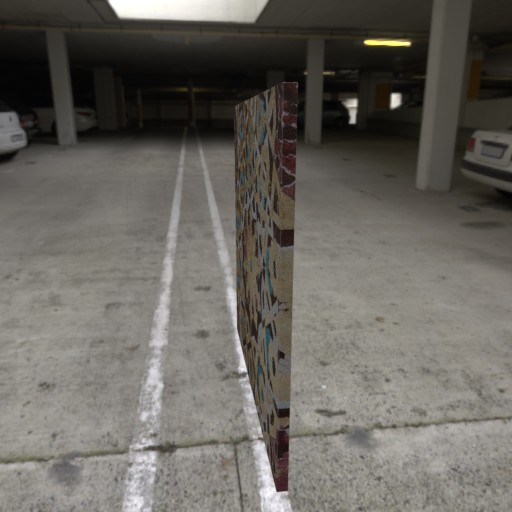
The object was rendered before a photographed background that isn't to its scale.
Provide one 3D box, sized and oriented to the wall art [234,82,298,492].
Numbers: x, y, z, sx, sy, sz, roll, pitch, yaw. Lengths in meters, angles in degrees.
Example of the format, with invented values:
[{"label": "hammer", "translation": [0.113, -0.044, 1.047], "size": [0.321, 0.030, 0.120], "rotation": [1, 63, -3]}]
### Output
[{"label": "wall art", "translation": [0.000, 0.000, 1.137], "size": [0.028, 0.762, 0.757], "rotation": [-2, 16, -8]}]
